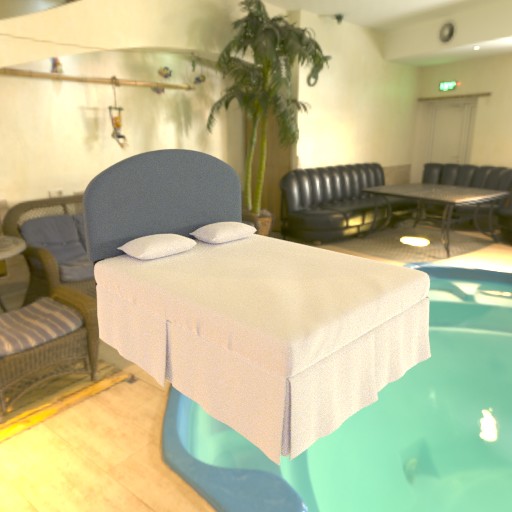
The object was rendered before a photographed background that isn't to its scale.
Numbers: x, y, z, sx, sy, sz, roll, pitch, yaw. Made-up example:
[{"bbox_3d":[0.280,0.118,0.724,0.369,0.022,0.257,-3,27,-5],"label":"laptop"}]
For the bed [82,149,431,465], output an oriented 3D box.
[{"bbox_3d":[0.000,0.000,3.110,2.005,1.410,1.607,15,22,42],"label":"bed"}]
